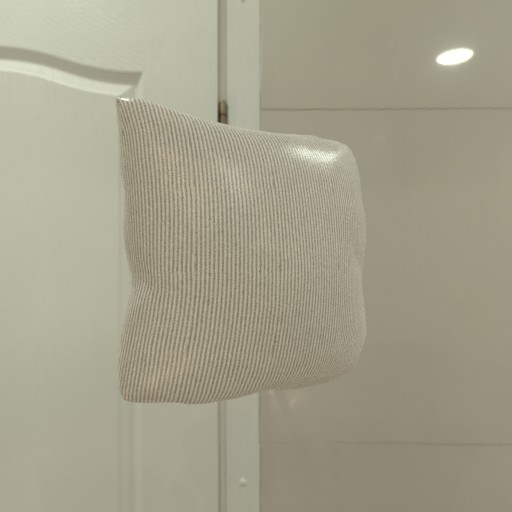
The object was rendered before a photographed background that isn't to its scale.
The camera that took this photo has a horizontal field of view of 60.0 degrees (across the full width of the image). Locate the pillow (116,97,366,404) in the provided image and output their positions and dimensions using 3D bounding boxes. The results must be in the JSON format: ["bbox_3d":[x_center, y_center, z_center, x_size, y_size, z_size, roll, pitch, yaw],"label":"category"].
[{"bbox_3d":[0.000,0.000,0.708,0.387,0.432,0.310,0,-1,1],"label":"pillow"}]
